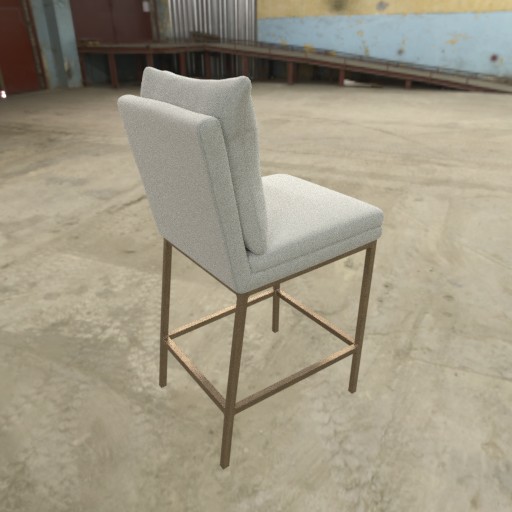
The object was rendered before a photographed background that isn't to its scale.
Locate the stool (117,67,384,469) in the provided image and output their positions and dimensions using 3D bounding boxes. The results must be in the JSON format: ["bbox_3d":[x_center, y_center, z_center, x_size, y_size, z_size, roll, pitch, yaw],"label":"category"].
[{"bbox_3d":[0.000,0.000,1.312,0.572,1.032,0.463,-18,32,-32],"label":"stool"}]
